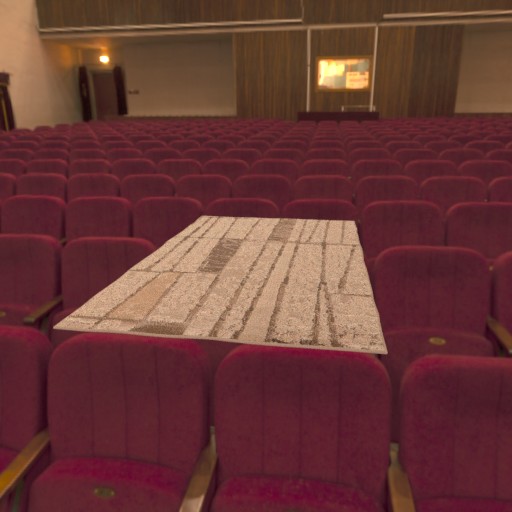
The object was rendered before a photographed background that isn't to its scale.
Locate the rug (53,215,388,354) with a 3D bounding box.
[{"bbox_3d":[0.000,0.000,1.070,0.515,0.007,0.867,3,17,9],"label":"rug"}]
